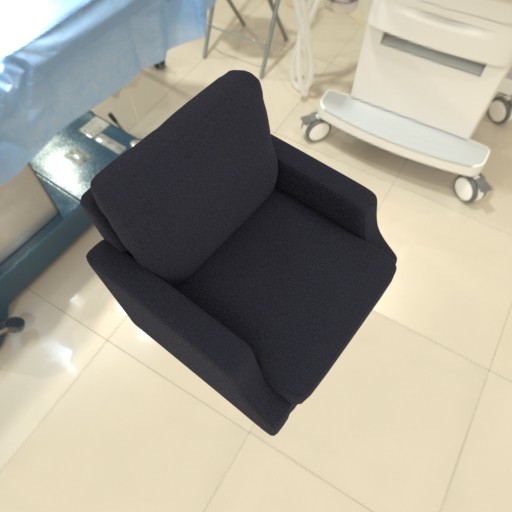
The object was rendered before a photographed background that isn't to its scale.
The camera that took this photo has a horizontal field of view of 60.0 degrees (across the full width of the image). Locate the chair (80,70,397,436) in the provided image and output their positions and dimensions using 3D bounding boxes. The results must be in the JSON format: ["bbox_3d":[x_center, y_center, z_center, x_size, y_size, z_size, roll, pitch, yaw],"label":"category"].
[{"bbox_3d":[0.000,0.000,1.648,0.897,0.991,0.855,34,65,18],"label":"chair"}]
